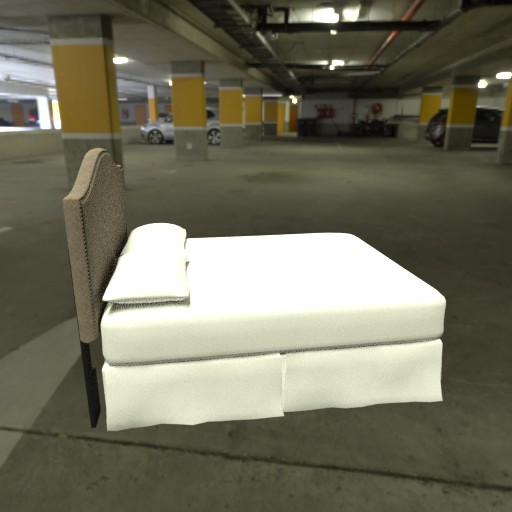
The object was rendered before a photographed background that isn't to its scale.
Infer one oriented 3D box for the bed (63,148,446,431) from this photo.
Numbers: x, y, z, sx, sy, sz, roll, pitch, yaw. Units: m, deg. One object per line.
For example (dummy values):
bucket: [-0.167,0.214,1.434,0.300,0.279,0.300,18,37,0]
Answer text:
bed: [0.000,0.000,3.175,2.153,1.518,1.713,-3,17,-9]
